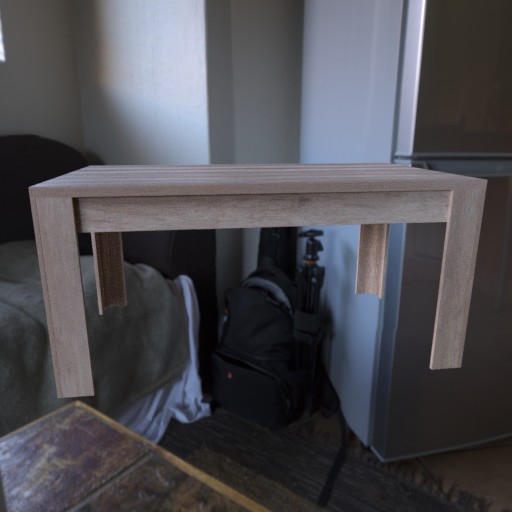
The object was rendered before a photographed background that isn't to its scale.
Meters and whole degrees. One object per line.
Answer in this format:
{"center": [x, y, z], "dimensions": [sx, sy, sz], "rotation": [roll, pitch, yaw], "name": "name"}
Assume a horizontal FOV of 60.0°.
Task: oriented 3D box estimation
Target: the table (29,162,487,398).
{"center": [0.000, 0.000, 2.063], "dimensions": [1.600, 0.775, 0.900], "rotation": [-2, 16, -8], "name": "table"}
